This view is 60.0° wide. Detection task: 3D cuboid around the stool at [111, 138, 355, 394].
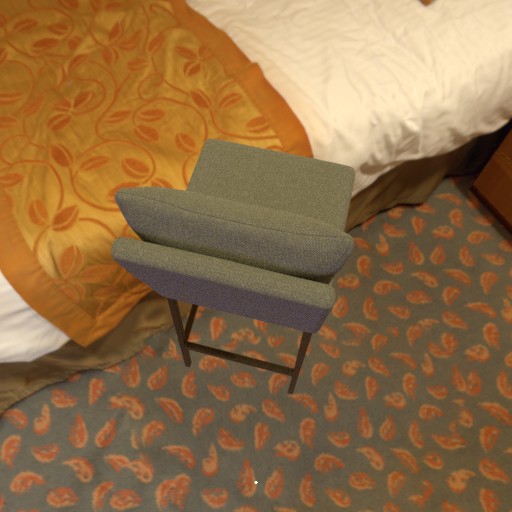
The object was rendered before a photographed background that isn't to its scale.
[{"bbox_3d":[0.000,0.000,1.318,0.463,1.031,0.569,13,64,7],"label":"stool"}]
